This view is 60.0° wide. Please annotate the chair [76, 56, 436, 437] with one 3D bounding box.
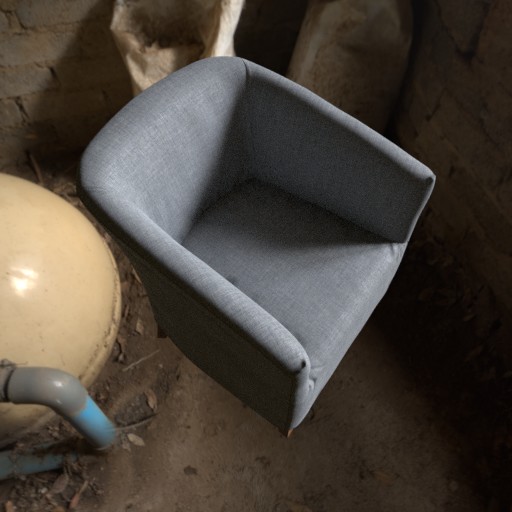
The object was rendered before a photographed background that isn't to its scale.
[{"bbox_3d":[0.000,0.000,1.227,0.668,0.771,0.600,32,64,18],"label":"chair"}]
